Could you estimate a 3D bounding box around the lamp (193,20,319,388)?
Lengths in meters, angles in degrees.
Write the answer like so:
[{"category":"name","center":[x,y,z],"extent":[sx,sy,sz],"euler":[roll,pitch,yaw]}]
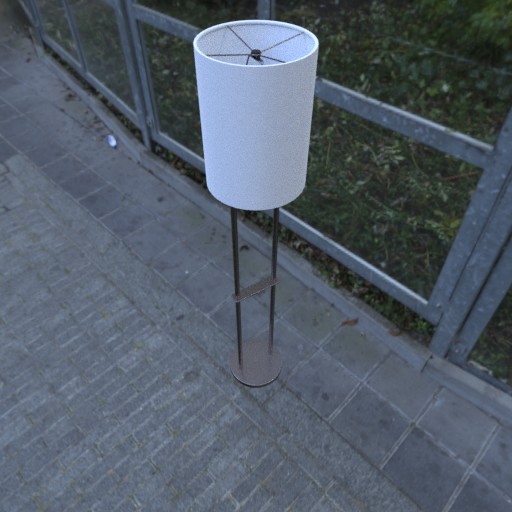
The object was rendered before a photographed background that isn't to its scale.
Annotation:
[{"category":"lamp","center":[0.000,0.000,1.618],"extent":[0.306,1.500,0.305],"euler":[-24,50,-22]}]
